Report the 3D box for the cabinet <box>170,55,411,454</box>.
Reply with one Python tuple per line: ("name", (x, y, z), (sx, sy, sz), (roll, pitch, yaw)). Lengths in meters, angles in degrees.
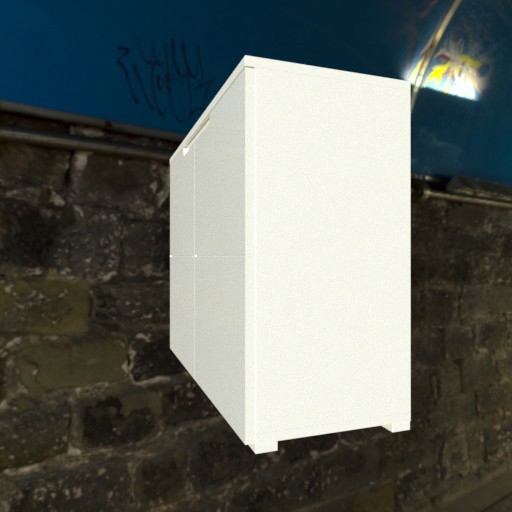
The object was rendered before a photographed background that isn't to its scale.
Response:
("cabinet", (0.000, 0.000, 1.421), (0.400, 0.800, 1.000), (0, 0, -19))
